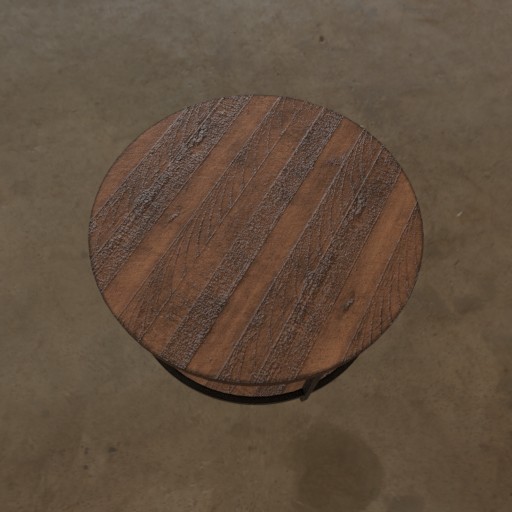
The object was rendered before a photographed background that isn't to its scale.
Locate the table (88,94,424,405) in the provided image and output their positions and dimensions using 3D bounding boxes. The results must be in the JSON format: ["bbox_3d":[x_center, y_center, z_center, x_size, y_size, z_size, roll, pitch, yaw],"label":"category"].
[{"bbox_3d":[0.000,0.000,1.327,0.837,0.462,0.837,0,63,0],"label":"table"}]
